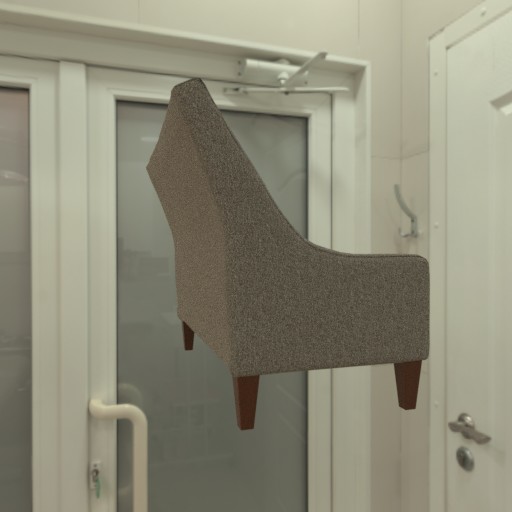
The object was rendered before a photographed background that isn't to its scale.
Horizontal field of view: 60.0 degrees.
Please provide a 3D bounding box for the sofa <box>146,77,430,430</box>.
[{"bbox_3d":[0.000,0.000,1.933,0.862,1.026,1.242,0,0,-17],"label":"sofa"}]
